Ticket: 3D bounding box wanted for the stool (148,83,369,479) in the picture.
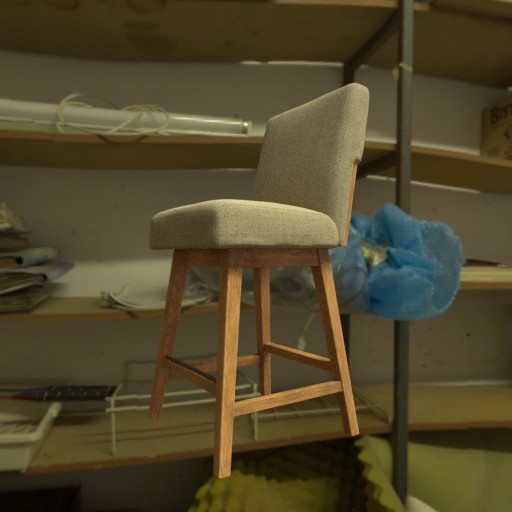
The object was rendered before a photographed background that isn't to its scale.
[{"bbox_3d":[0.000,0.000,1.333,0.526,1.010,0.459,0,0,-34],"label":"stool"}]
